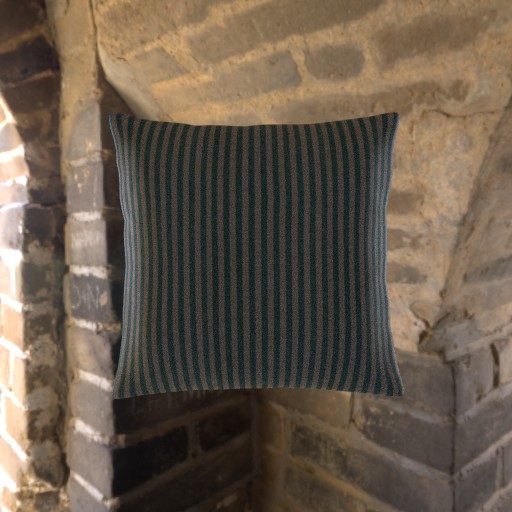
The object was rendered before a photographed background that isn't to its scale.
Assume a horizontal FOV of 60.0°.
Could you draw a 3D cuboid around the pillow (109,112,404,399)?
[{"bbox_3d":[0.000,0.000,0.791,0.523,0.510,0.166,0,-1,1],"label":"pillow"}]
